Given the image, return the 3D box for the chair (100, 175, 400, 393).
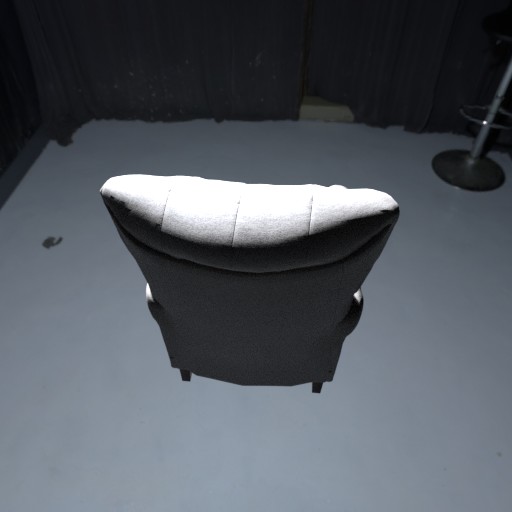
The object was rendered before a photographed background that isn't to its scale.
[{"bbox_3d":[0.000,0.000,1.954,0.942,1.209,1.025,4,47,4],"label":"chair"}]
